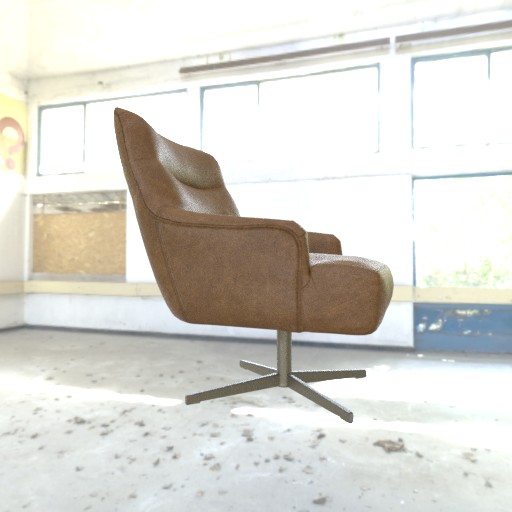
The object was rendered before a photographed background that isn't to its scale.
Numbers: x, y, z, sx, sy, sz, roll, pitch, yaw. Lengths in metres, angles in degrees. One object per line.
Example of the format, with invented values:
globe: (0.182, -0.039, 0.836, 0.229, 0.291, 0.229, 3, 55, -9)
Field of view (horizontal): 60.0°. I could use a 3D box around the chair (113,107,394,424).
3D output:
chair: (0.000, 0.000, 1.474, 0.874, 0.869, 0.729, 0, 0, 18)
